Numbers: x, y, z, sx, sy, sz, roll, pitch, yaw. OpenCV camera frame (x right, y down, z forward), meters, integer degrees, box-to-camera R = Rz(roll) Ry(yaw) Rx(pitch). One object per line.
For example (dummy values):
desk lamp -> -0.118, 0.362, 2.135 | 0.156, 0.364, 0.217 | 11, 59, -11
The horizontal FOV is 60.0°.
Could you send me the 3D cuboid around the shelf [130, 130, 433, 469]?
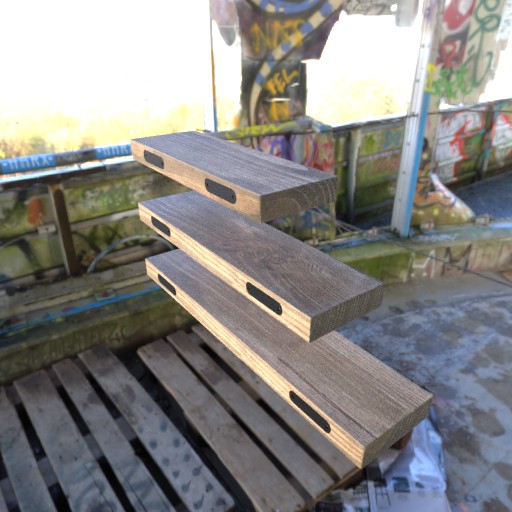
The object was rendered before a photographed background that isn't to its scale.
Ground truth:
shelf -> 0.000, 0.000, 0.726 | 0.140, 0.293, 0.610 | -19, 32, -32
